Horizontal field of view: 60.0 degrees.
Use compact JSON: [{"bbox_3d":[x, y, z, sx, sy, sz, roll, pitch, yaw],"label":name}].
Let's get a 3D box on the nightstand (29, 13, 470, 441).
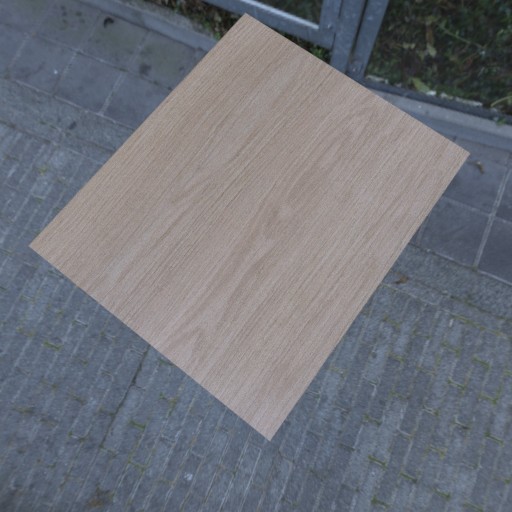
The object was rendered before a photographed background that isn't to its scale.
[{"bbox_3d":[0.000,0.000,0.852,0.380,0.571,0.450,36,78,9],"label":"nightstand"}]
